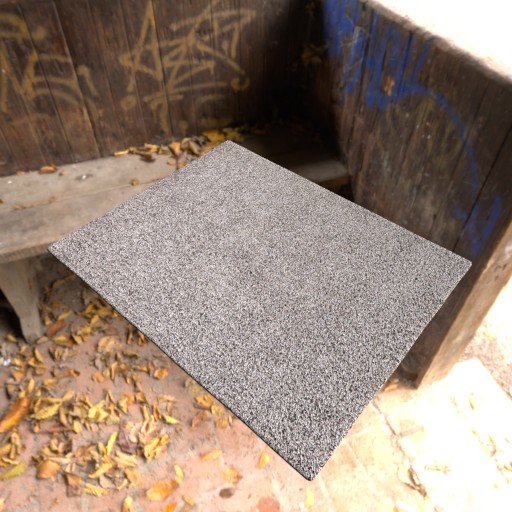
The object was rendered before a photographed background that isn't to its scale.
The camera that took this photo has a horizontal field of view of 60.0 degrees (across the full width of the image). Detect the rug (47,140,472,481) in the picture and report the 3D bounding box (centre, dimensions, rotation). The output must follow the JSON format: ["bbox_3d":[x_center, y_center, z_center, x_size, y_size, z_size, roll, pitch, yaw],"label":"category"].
[{"bbox_3d":[0.000,0.000,4.040,3.047,0.029,2.438,33,55,27],"label":"rug"}]
